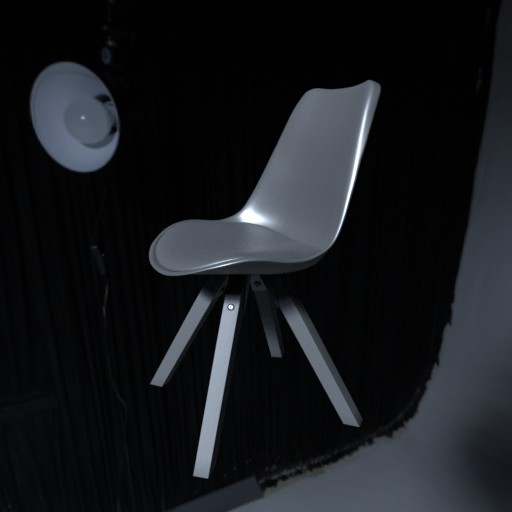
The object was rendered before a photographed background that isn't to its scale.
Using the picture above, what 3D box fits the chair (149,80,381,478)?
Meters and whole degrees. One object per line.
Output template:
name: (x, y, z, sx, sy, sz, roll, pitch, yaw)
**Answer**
chair: (0.000, 0.000, 1.145, 0.530, 0.850, 0.485, -7, 17, -25)
